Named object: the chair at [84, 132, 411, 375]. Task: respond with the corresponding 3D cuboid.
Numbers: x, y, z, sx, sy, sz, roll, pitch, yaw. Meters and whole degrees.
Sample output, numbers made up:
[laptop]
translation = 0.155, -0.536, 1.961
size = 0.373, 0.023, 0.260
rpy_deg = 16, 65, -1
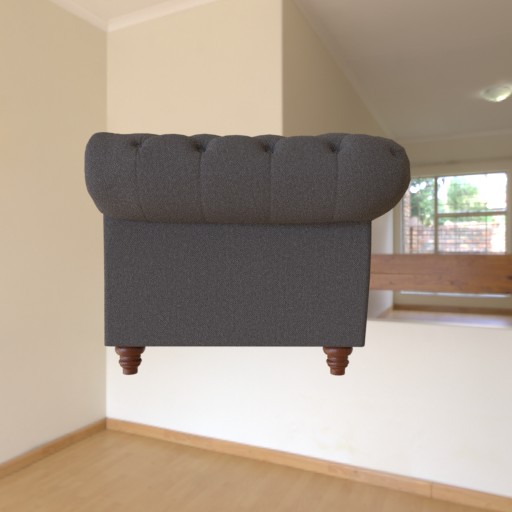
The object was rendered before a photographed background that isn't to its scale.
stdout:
[chair]
translation = 0.000, 0.000, 1.860
size = 0.976, 0.770, 1.270
rpy_deg = 0, 0, 1
